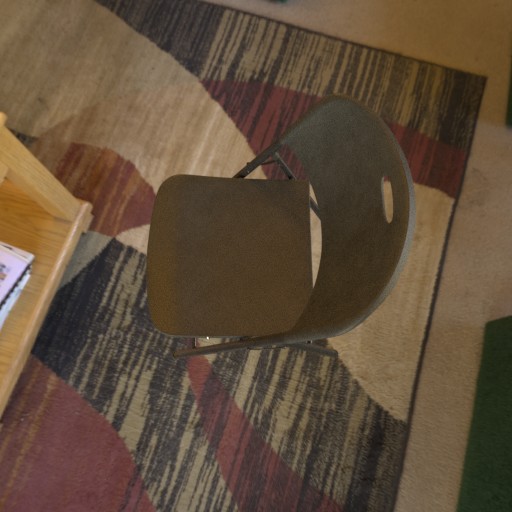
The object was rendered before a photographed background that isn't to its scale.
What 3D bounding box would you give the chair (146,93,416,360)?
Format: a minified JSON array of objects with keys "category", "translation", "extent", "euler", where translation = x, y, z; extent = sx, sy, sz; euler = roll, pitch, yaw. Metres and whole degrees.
[{"category":"chair","translation":[0.000,0.000,1.168],"extent":[0.566,0.810,0.494],"euler":[0,74,0]}]
